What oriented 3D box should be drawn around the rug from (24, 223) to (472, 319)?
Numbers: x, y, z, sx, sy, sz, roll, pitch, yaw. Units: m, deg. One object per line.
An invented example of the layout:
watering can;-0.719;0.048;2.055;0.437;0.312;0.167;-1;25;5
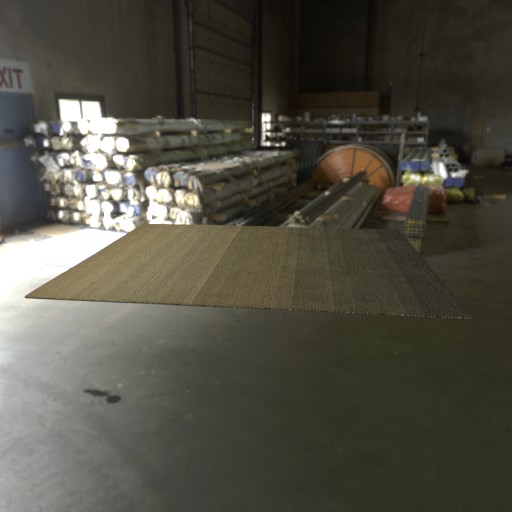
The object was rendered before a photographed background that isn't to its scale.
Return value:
rug;0.000;0.000;3.962;2.932;0.015;2.315;2;17;6
